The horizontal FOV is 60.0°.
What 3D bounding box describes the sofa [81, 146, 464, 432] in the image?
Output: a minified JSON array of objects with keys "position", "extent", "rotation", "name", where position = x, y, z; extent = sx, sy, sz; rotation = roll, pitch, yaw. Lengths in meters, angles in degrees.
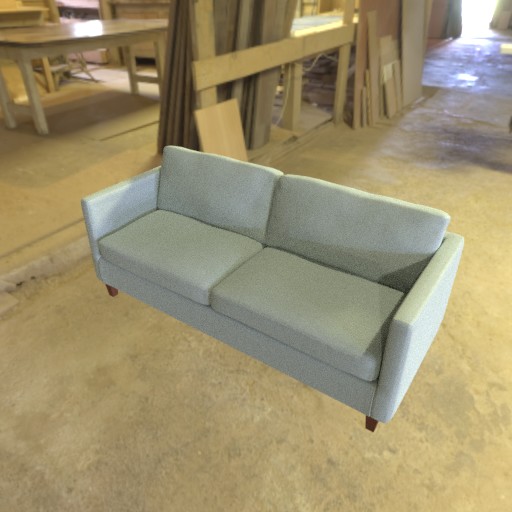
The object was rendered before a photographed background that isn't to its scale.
[{"position":[0.000,0.000,2.804],"extent":[2.208,0.965,0.951],"rotation":[20,37,29],"name":"sofa"}]
